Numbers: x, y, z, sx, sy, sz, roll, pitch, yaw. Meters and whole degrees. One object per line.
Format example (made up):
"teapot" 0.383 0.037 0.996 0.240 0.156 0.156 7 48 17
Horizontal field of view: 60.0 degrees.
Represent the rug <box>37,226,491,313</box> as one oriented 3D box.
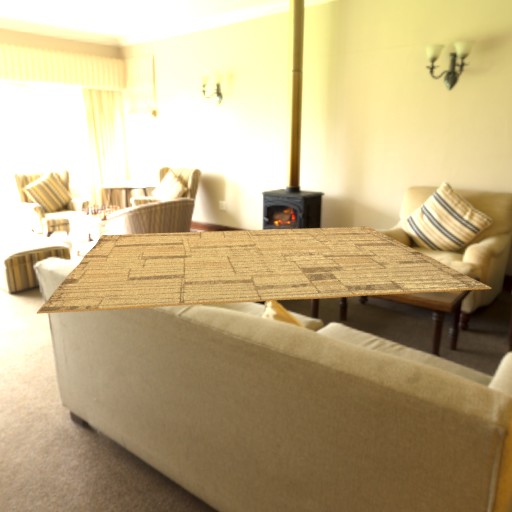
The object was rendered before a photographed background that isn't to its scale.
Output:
"rug" 0.000 0.000 4.377 3.357 0.019 2.449 -2 15 -8
